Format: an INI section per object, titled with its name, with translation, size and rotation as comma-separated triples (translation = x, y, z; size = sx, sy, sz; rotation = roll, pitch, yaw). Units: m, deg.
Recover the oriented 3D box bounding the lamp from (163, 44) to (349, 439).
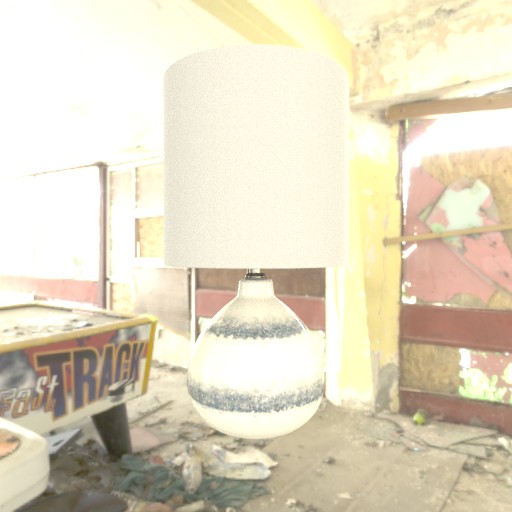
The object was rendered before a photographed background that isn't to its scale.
[lamp]
translation = 0.000, 0.000, 0.529
size = 0.216, 0.404, 0.216
rotation = -1, 1, -36
